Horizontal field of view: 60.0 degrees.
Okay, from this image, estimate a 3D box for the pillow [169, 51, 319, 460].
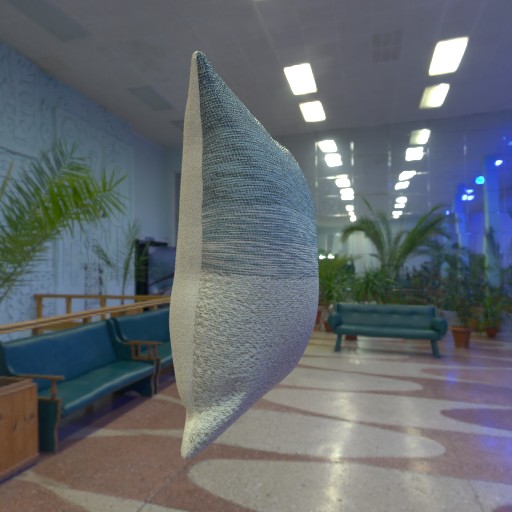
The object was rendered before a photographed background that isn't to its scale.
[{"bbox_3d":[0.000,0.000,0.674,0.182,0.441,0.440,0,-1,18],"label":"pillow"}]
